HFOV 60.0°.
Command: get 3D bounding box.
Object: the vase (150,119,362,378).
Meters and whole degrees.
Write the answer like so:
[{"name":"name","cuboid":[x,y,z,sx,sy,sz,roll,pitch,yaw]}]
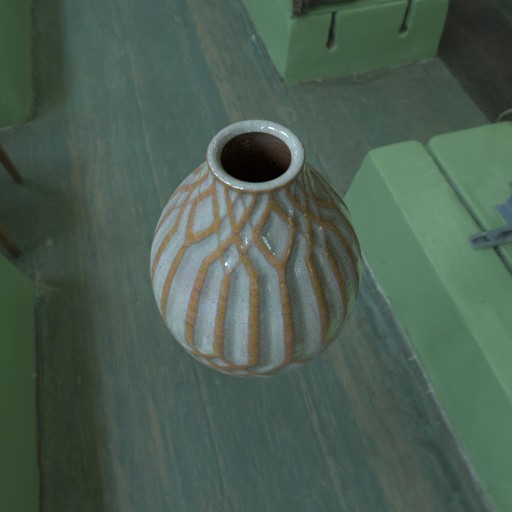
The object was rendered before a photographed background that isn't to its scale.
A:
[{"name":"vase","cuboid":[0.000,0.000,0.271,0.131,0.175,0.131,0,58,0]}]
